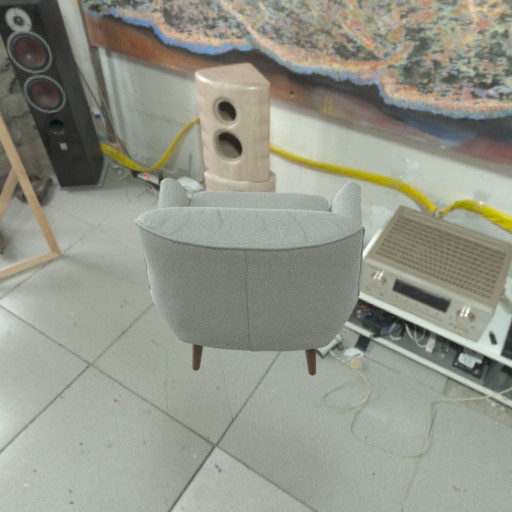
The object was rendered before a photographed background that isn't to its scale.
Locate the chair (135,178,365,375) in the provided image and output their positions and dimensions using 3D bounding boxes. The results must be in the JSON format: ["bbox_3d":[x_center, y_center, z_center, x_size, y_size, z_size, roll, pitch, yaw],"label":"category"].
[{"bbox_3d":[0.000,0.000,1.507,0.787,0.888,0.822,2,44,2],"label":"chair"}]
